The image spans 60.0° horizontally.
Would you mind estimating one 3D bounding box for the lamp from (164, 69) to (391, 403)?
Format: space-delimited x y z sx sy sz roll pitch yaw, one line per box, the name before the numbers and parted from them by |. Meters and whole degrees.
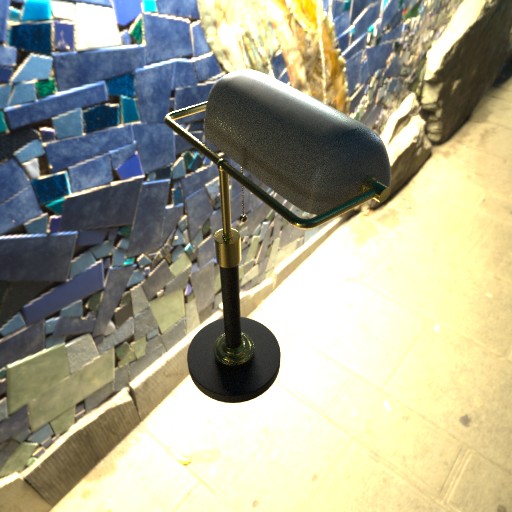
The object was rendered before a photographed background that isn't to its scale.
lamp | 0.000 0.000 0.572 0.227 0.404 0.269 -27 49 -26
